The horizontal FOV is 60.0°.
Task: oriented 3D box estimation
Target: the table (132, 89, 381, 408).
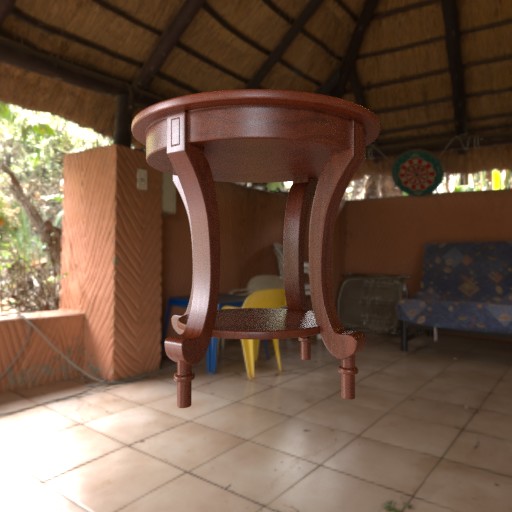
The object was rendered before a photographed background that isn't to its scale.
[{"bbox_3d":[0.000,0.000,1.106,0.597,0.612,0.597,0,0,0],"label":"table"}]
